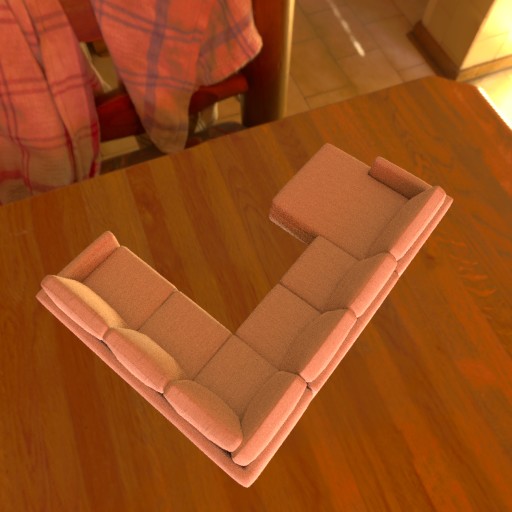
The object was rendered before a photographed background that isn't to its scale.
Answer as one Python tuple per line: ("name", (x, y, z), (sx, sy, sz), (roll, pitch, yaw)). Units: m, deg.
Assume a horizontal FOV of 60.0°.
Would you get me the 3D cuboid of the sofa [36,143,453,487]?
("sofa", (0.000, 0.000, 4.601), (2.594, 0.961, 3.460), (36, 69, 16))
